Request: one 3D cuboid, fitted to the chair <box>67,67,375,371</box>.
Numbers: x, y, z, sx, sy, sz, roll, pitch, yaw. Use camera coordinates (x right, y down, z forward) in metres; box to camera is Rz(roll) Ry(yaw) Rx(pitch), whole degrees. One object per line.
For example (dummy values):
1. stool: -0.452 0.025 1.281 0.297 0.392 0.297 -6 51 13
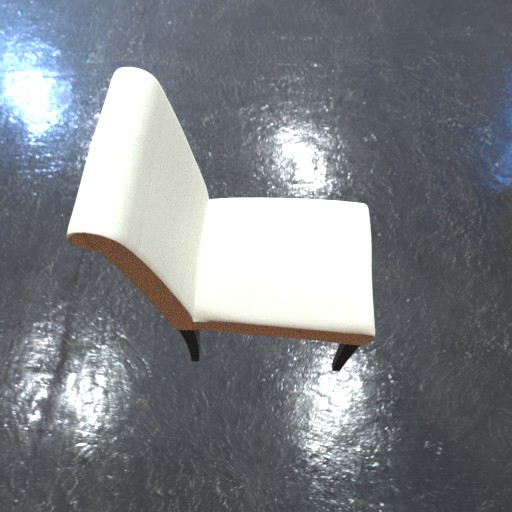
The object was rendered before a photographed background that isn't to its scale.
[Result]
1. chair: 0.000 0.000 1.338 0.708 0.976 0.452 3 63 2
